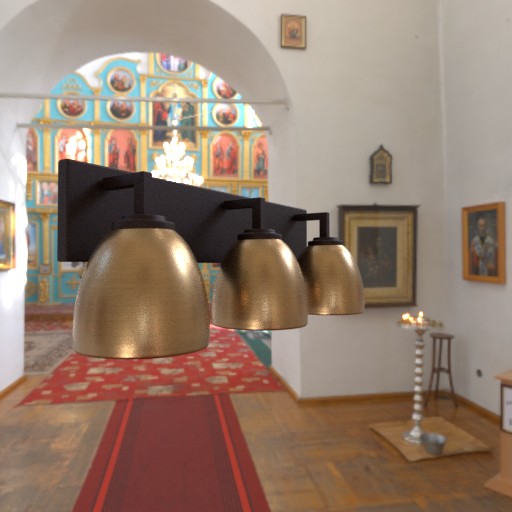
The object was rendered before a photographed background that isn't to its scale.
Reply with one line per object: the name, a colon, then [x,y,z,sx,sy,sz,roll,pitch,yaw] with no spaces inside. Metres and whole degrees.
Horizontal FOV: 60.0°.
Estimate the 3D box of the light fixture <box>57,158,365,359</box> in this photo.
light fixture: [0.000,0.000,0.664,0.157,0.204,0.582,-1,-2,35]
